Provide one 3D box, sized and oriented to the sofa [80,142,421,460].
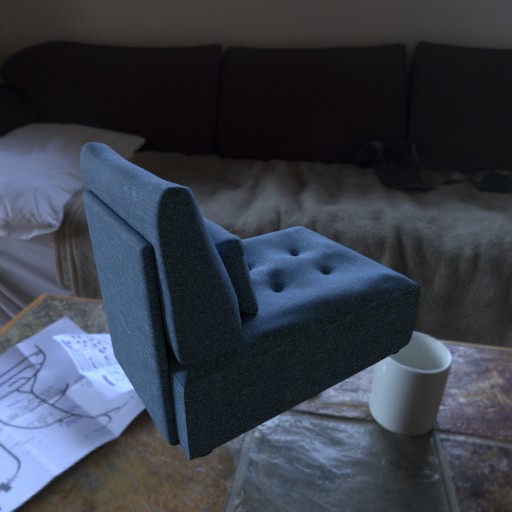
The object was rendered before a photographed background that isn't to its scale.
[{"bbox_3d":[0.000,0.000,1.583,1.000,0.820,0.700,-16,30,-30],"label":"sofa"}]
